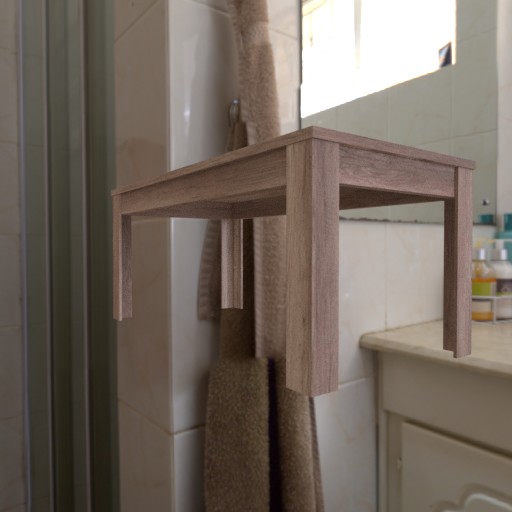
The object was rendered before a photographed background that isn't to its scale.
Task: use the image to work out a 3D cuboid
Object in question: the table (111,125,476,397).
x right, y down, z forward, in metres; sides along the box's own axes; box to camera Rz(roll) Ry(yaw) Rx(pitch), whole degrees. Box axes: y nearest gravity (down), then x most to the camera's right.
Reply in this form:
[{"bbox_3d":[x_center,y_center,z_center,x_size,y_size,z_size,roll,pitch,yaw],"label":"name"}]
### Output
[{"bbox_3d":[0.000,0.000,2.272,0.900,0.790,1.800,-1,1,-36],"label":"table"}]
